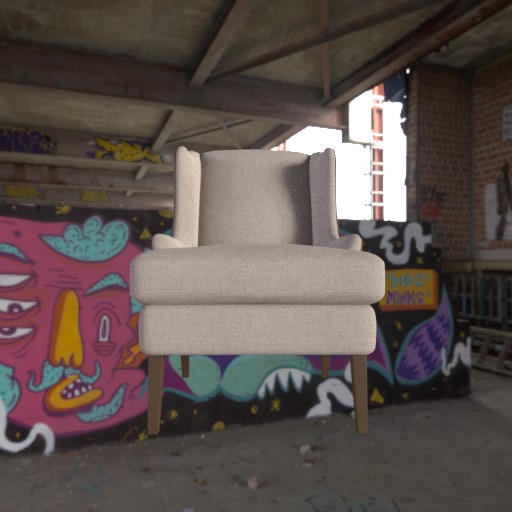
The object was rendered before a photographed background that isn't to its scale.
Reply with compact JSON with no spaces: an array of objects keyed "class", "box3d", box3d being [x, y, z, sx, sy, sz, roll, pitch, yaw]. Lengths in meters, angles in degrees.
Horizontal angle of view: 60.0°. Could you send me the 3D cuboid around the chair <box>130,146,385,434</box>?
[{"class":"chair","box3d":[0.000,0.000,1.704,0.737,1.029,0.940,0,-1,-1]}]
